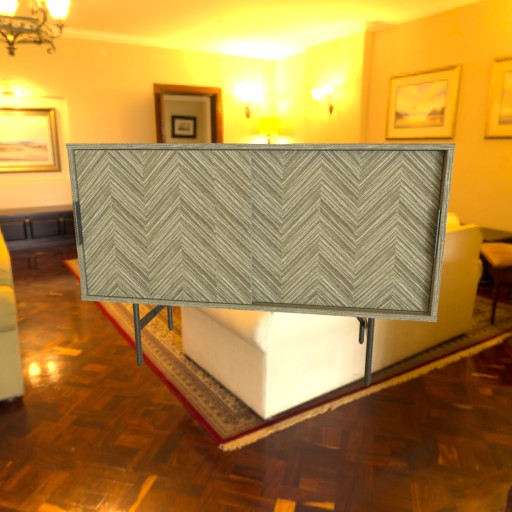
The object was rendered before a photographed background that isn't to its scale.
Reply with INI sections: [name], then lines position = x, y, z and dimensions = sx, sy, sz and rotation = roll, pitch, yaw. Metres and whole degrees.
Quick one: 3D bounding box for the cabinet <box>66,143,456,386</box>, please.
[cabinet]
position = 0.000, 0.000, 1.598
dimensions = 1.194, 0.787, 0.405
rotation = 2, 14, 9
